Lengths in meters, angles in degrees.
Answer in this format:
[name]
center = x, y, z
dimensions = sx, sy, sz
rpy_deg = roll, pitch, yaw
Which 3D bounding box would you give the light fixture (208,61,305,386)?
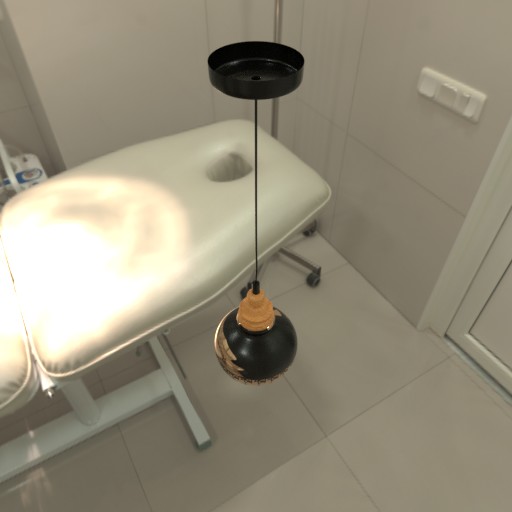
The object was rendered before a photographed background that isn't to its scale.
[light fixture]
center = 0.000, 0.000, 1.837
dimensions = 0.430, 1.606, 0.430
rpy_deg = -23, 50, -21
